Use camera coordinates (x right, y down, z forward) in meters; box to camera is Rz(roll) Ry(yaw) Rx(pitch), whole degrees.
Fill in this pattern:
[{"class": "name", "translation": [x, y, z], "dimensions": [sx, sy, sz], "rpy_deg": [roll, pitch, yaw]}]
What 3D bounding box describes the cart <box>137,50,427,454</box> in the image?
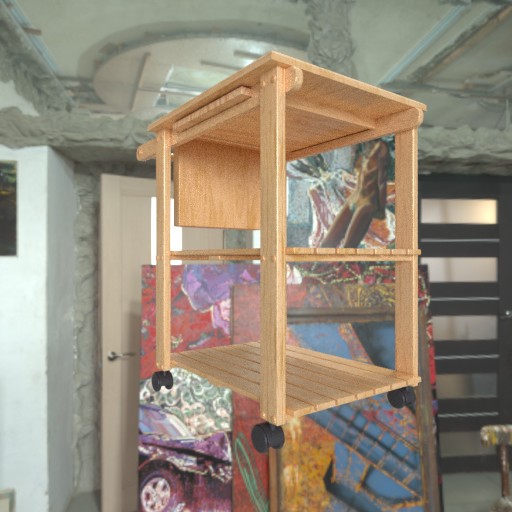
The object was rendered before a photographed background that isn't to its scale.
[{"class": "cart", "translation": [0.000, 0.000, 1.339], "dimensions": [0.520, 0.816, 0.843], "rpy_deg": [0, 0, -36]}]
